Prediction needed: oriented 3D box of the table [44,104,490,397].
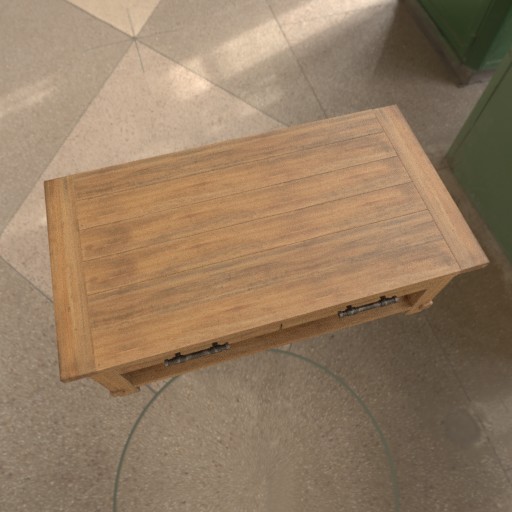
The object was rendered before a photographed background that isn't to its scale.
[{"bbox_3d":[0.000,0.000,1.615,1.270,0.494,0.693,-14,63,-7],"label":"table"}]
